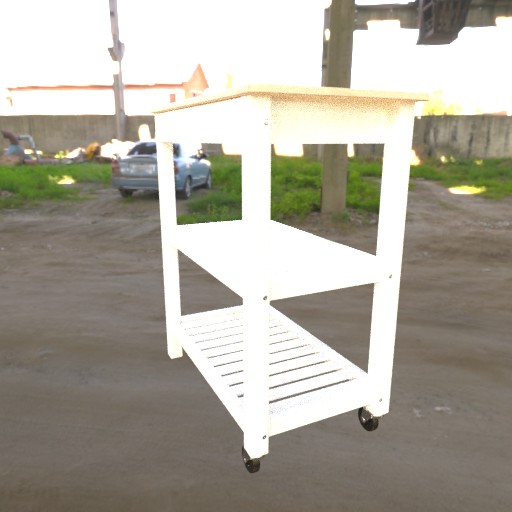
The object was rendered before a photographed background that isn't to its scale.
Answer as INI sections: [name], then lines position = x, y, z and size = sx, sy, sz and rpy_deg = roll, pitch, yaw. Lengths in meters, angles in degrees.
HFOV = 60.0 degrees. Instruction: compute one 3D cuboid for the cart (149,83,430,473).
[cart]
position = 0.000, 0.000, 1.421
size = 0.457, 0.927, 0.899
rpy_deg = -7, 16, -25
